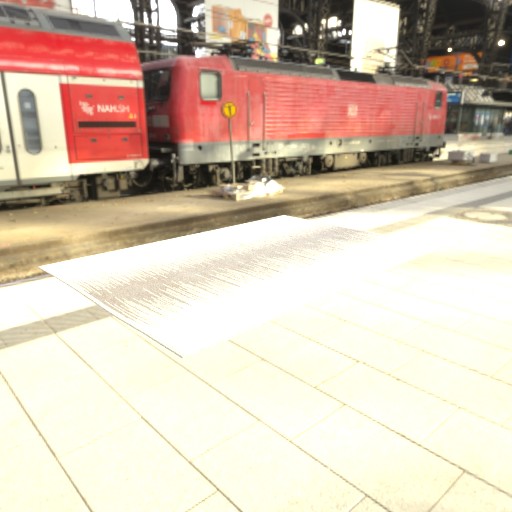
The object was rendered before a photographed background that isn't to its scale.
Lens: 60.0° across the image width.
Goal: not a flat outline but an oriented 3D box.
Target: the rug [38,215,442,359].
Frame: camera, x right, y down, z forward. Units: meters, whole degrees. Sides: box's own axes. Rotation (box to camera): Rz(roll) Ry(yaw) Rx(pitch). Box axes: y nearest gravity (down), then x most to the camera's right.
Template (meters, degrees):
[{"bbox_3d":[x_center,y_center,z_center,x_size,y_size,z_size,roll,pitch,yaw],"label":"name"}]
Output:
[{"bbox_3d":[0.000,0.000,2.366,1.815,0.007,1.226,-16,23,-42],"label":"rug"}]
